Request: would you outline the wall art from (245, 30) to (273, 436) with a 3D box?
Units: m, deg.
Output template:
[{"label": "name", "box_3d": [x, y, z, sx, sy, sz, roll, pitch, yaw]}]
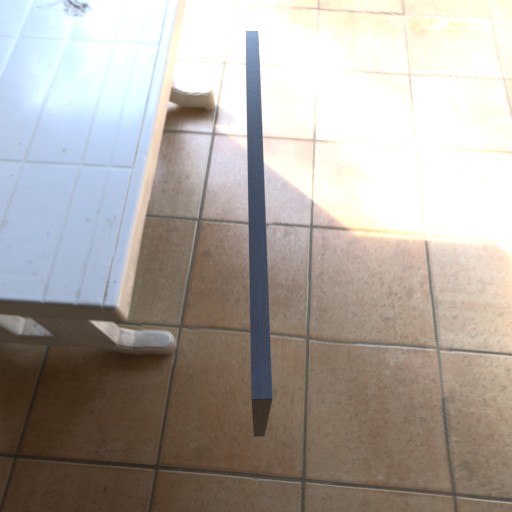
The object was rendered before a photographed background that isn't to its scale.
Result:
[{"label": "wall art", "box_3d": [0.000, 0.000, 0.926, 0.026, 0.558, 0.660, -1, 64, -1]}]
